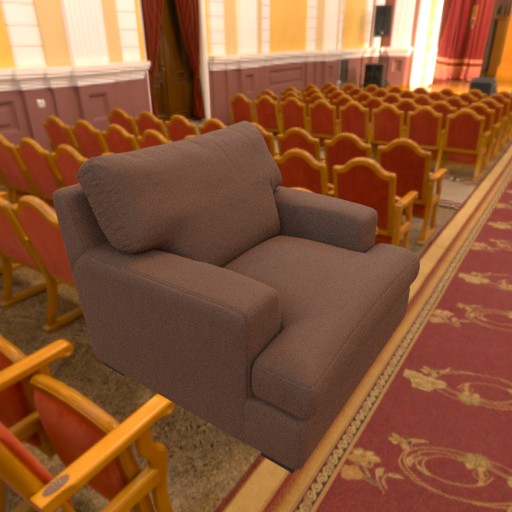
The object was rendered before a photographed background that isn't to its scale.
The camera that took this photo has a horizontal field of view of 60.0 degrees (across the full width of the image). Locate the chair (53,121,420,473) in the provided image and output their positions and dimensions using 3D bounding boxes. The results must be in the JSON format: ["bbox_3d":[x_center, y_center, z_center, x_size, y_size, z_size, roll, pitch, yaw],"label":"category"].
[{"bbox_3d":[0.000,0.000,1.924,1.143,0.940,1.168,17,31,30],"label":"chair"}]
